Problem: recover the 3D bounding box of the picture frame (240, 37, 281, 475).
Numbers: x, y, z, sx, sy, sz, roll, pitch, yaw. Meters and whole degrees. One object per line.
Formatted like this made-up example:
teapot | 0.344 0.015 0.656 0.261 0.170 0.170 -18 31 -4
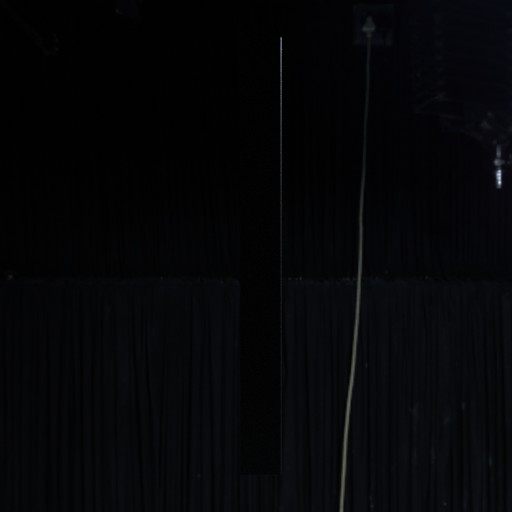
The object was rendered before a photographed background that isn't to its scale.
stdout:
picture frame | 0.000 0.000 0.479 0.030 0.317 0.317 0 0 -1
